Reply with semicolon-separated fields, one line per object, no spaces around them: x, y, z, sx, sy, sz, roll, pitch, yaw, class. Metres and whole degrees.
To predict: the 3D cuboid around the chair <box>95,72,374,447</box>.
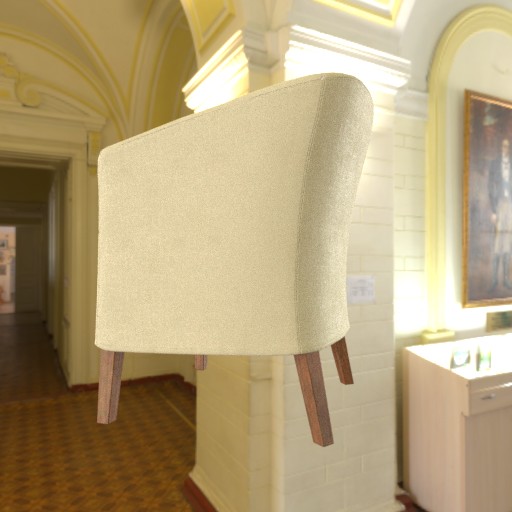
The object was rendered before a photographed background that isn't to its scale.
0.000;0.000;1.275;0.657;0.822;0.643;0;-1;17;chair
